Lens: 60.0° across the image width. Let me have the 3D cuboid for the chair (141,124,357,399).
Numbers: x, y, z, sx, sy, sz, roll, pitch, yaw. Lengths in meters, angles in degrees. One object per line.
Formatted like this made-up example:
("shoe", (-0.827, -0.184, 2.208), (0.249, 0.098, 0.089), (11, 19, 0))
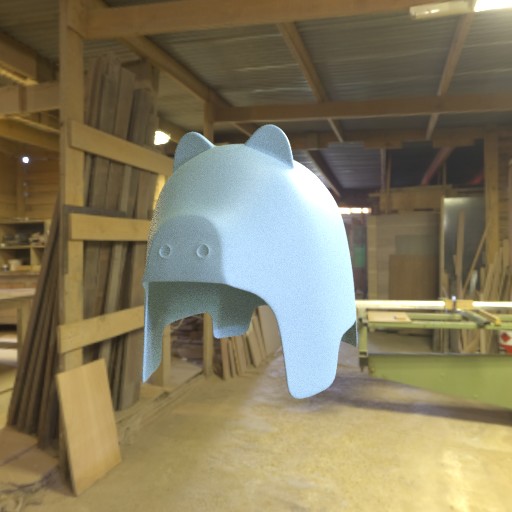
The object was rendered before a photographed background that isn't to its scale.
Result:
("chair", (0.000, 0.000, 0.871), (0.364, 0.423, 0.619), (0, 0, 18))
